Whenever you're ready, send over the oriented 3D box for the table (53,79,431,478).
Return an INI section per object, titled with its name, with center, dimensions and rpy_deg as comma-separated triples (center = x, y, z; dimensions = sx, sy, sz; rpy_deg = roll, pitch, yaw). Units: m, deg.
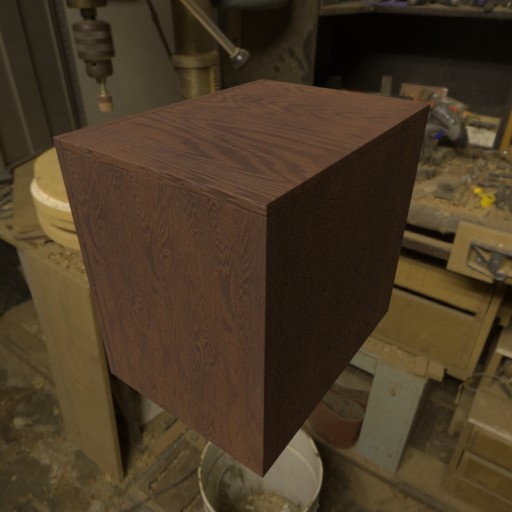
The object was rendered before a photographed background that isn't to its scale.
[table]
center = 0.000, 0.000, 0.941
dimensions = 0.439, 0.585, 0.560
rpy_deg = 21, 38, 30
